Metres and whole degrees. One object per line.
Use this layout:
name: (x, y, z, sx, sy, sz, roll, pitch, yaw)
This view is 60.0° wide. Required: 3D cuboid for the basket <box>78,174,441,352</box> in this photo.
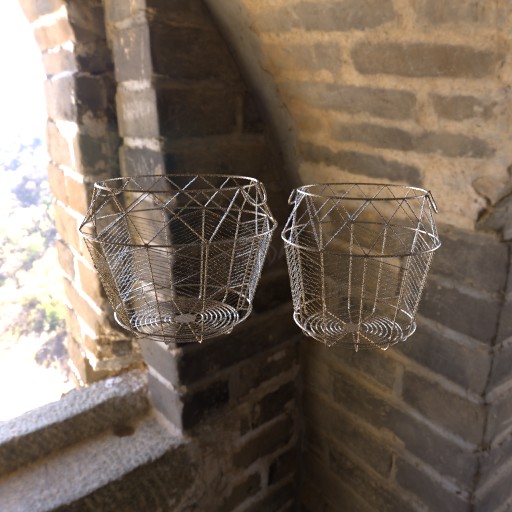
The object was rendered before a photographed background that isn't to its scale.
basket: (0.000, 0.000, 1.036, 0.805, 0.343, 0.451, 2, 16, 7)
